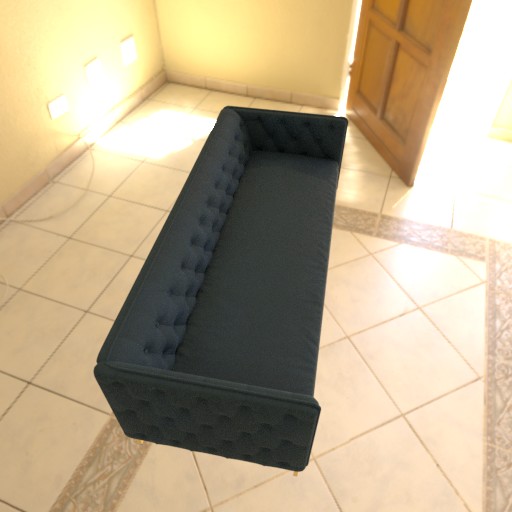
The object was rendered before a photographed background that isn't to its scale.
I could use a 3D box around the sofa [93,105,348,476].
[{"bbox_3d":[0.000,0.000,2.639,0.895,0.771,2.209,8,47,8],"label":"sofa"}]
